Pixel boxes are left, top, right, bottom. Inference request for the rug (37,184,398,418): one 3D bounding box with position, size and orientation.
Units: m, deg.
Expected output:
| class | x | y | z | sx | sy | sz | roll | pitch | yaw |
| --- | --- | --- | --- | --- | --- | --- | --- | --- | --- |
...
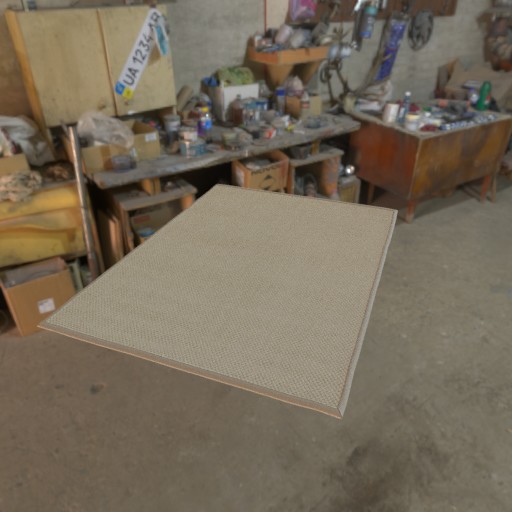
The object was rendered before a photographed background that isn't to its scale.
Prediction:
| class | x | y | z | sx | sy | sz | roll | pitch | yaw |
| --- | --- | --- | --- | --- | --- | --- | --- | --- | --- |
| rug | 0.000 | 0.000 | 2.779 | 1.525 | 0.020 | 2.081 | 11 | 32 | 18 |
